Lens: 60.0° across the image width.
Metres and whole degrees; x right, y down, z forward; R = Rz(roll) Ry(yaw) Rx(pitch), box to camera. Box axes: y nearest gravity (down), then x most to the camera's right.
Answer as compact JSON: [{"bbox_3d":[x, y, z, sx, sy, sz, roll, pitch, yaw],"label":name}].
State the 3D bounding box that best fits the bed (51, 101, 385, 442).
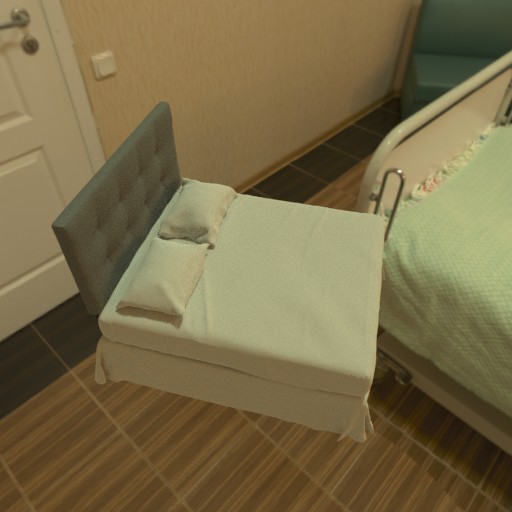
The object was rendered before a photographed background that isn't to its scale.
[{"bbox_3d":[0.000,0.000,3.488,2.222,1.577,1.936,10,46,10],"label":"bed"}]
